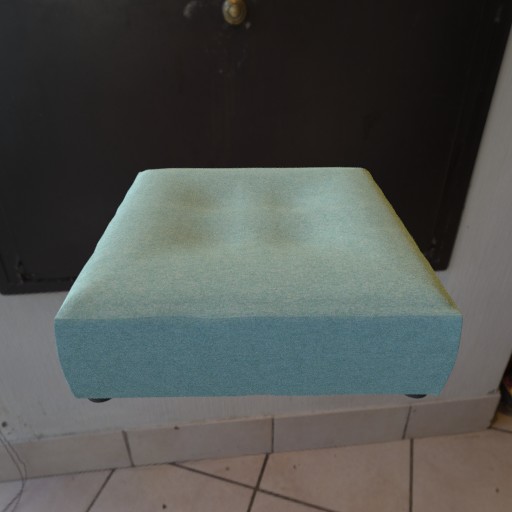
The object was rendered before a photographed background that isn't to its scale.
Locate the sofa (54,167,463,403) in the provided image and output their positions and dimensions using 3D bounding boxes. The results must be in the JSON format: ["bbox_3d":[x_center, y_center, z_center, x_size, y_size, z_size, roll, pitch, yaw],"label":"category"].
[{"bbox_3d":[0.000,0.000,1.433,0.930,0.330,0.930,0,31,-1],"label":"sofa"}]
